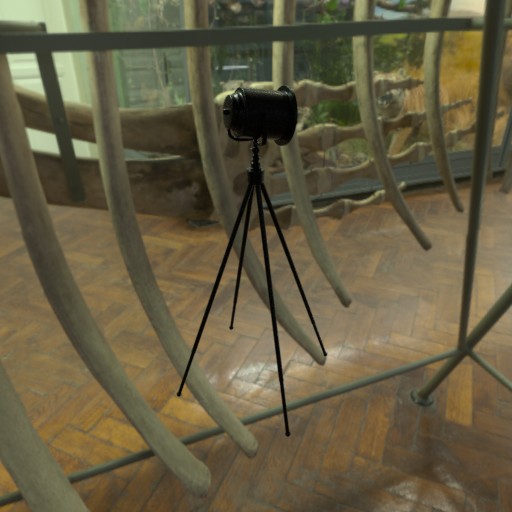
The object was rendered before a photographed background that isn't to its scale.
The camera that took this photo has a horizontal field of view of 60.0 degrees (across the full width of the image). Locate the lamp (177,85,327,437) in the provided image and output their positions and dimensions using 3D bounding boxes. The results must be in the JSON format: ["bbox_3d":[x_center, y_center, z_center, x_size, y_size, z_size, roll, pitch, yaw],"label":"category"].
[{"bbox_3d":[0.000,0.000,2.083,0.884,1.504,0.879,-11,31,-18],"label":"lamp"}]
